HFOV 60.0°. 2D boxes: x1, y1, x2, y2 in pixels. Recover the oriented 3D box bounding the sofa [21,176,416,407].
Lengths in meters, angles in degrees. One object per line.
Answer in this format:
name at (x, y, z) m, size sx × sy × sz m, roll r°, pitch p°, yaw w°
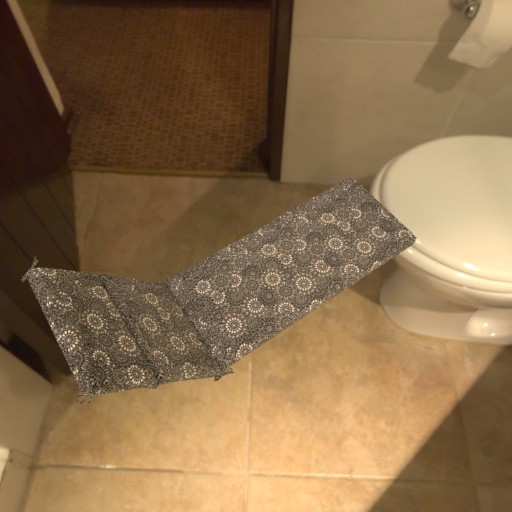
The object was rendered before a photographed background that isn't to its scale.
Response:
sofa at (0.000, 0.000, 1.921) m, size 1.663 × 0.622 × 0.582 m, roll -30°, pitch 63°, yaw -17°
